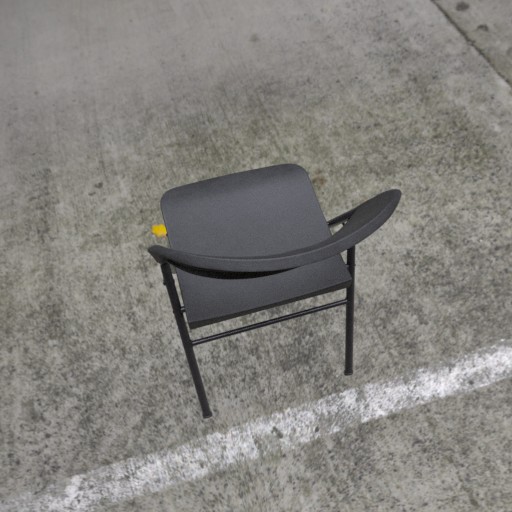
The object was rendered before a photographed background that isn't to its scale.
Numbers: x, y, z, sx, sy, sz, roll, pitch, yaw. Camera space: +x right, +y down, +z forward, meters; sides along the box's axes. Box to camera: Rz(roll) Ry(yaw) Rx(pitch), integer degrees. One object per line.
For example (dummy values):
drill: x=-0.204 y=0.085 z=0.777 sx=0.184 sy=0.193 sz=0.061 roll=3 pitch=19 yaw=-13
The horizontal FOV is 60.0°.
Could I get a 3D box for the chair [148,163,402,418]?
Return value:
chair: x=0.000 y=0.000 z=1.181 sx=0.494 sy=0.810 sz=0.566 roll=-14 pitch=58 yaw=-9
